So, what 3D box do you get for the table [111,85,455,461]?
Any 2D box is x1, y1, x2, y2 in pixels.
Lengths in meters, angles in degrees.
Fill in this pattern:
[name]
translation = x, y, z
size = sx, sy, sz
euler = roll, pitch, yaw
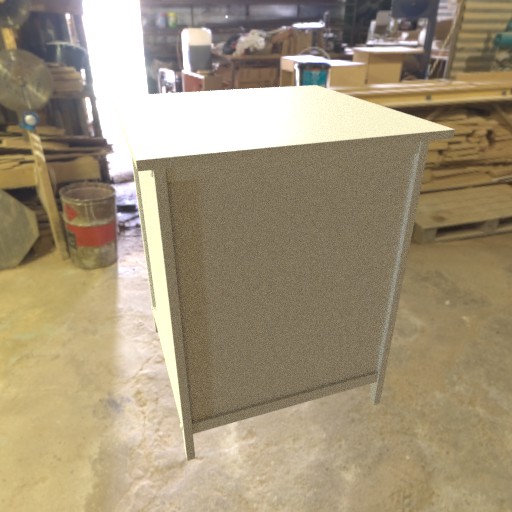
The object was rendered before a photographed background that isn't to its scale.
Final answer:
[table]
translation = 0.000, 0.000, 0.758
size = 0.381, 0.483, 0.381
euler = -10, 31, -17
